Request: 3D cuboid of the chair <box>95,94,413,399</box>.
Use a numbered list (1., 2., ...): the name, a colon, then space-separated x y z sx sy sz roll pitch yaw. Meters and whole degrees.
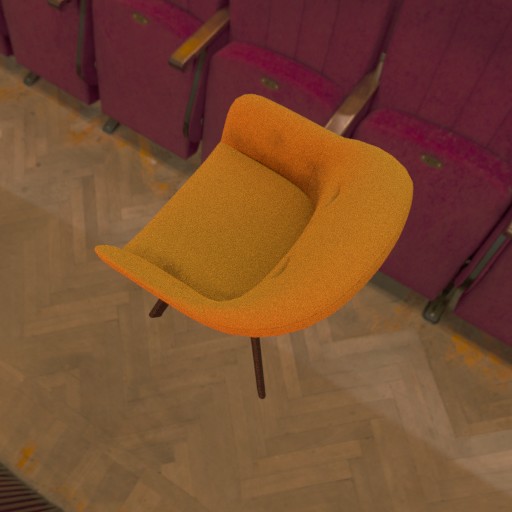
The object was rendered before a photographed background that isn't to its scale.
1. chair: 0.000 0.000 1.144 0.565 0.775 0.545 32 68 14
